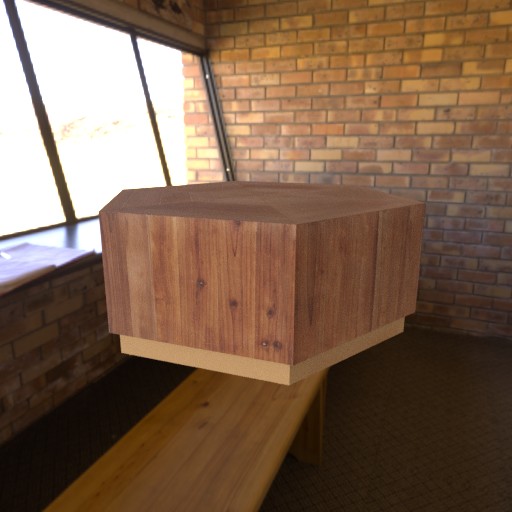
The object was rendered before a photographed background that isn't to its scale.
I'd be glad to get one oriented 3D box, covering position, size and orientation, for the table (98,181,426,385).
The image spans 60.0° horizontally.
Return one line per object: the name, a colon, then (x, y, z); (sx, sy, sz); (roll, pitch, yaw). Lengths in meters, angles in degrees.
table: (0.000, 0.000, 1.664); (1.000, 0.456, 1.154); (-2, 15, -9)
